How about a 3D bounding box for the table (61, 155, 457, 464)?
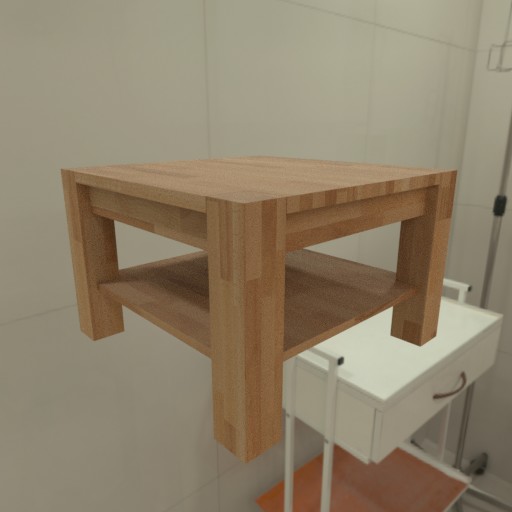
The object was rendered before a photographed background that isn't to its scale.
[{"bbox_3d":[0.000,0.000,1.168,0.700,0.451,0.700,-15,22,-41],"label":"table"}]
